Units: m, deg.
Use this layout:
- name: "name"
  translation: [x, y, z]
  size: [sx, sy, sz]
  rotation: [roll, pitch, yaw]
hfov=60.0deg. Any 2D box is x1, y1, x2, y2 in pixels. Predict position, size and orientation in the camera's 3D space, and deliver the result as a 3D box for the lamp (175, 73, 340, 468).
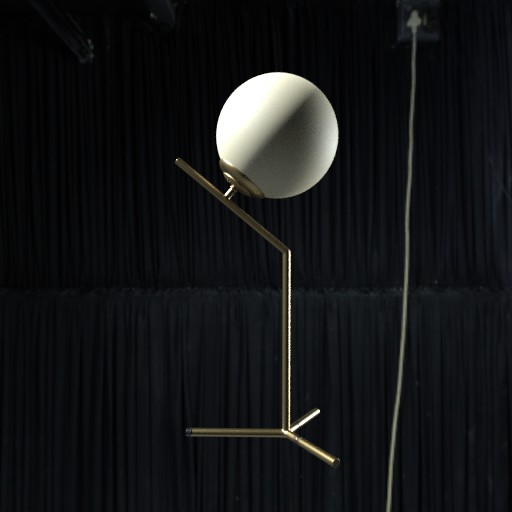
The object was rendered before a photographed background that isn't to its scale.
- name: "lamp"
  translation: [0.000, 0.000, 0.682]
  size: [0.251, 0.552, 0.210]
  rotation: [0, -1, 1]
